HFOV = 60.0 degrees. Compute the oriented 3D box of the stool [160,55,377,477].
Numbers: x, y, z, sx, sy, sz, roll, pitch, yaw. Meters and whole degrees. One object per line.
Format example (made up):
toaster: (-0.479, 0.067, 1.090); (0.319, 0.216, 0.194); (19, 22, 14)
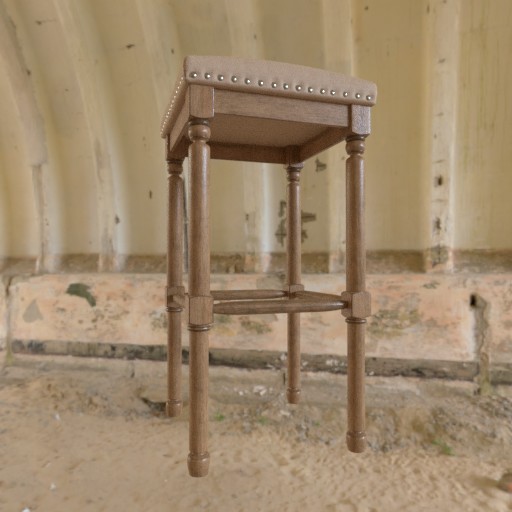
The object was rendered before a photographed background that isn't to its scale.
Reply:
stool: (0.000, 0.000, 0.982); (0.383, 0.768, 0.382); (0, -1, -18)
